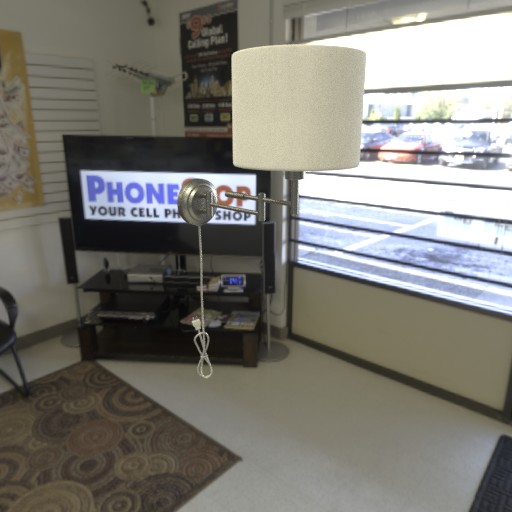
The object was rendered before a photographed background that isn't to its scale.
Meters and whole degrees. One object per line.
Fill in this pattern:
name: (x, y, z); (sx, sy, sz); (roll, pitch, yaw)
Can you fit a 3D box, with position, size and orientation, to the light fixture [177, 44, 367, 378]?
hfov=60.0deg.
light fixture: (0.000, 0.000, 1.038); (0.479, 0.842, 0.253); (16, 23, 42)
